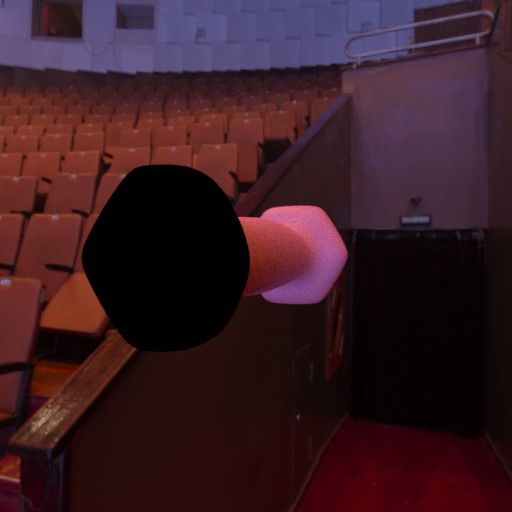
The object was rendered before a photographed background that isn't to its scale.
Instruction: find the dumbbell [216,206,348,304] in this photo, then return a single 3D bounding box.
[{"bbox_3d":[0.000,0.000,0.146,0.047,0.043,0.123,0,1,18],"label":"dumbbell"}]
